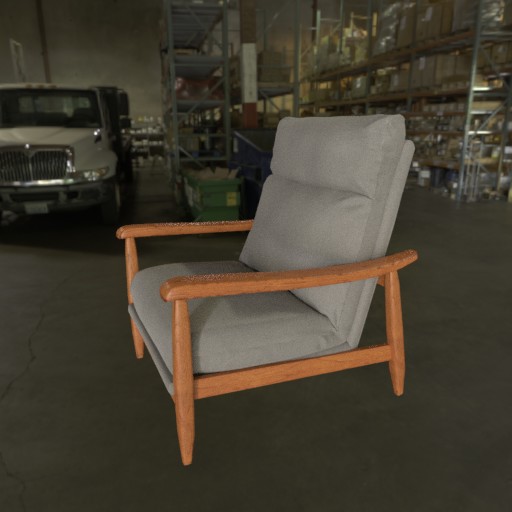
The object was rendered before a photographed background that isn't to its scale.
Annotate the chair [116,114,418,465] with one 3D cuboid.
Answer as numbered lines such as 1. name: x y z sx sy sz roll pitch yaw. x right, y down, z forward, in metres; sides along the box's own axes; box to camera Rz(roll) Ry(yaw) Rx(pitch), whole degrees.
1. chair: 0.000 0.000 1.518 0.816 0.922 0.782 -8 18 -24
